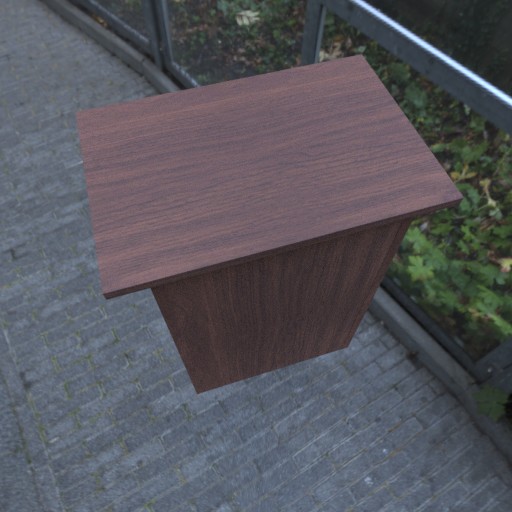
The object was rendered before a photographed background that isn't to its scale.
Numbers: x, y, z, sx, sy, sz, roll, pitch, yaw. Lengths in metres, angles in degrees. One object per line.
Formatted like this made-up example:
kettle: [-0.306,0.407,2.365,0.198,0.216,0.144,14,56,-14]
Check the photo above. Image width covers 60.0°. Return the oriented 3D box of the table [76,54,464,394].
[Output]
table: [0.000,0.000,1.086,0.589,0.711,0.406,-15,60,-9]
